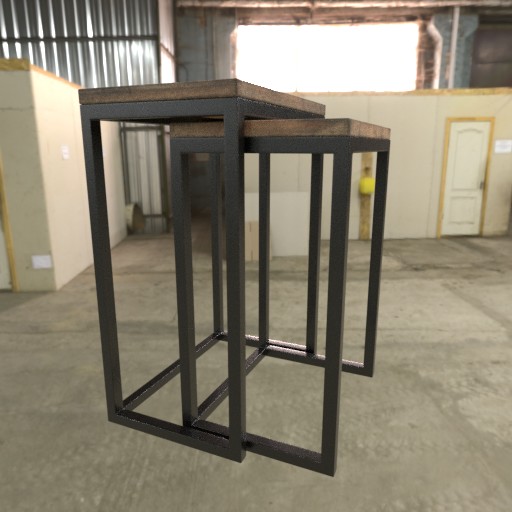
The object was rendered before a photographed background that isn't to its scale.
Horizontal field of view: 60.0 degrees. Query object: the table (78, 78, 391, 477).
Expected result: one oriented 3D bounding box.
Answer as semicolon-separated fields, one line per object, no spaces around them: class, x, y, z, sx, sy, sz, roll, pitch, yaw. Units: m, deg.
table;0.000;0.000;0.902;0.460;0.615;0.456;7;15;26
